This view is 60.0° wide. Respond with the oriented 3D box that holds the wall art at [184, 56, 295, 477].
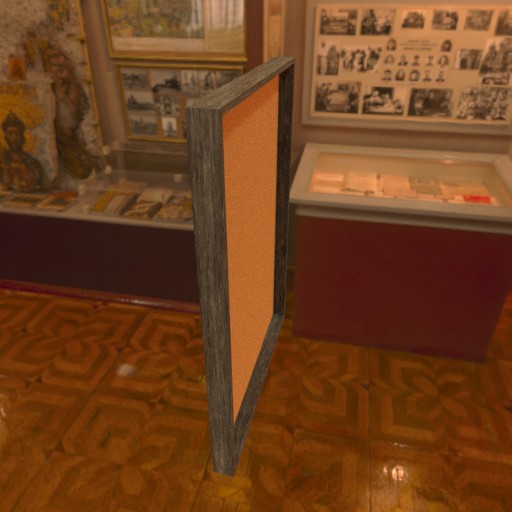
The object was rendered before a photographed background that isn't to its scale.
[{"bbox_3d":[0.000,0.000,1.329,0.063,1.016,0.762,7,31,12],"label":"wall art"}]
